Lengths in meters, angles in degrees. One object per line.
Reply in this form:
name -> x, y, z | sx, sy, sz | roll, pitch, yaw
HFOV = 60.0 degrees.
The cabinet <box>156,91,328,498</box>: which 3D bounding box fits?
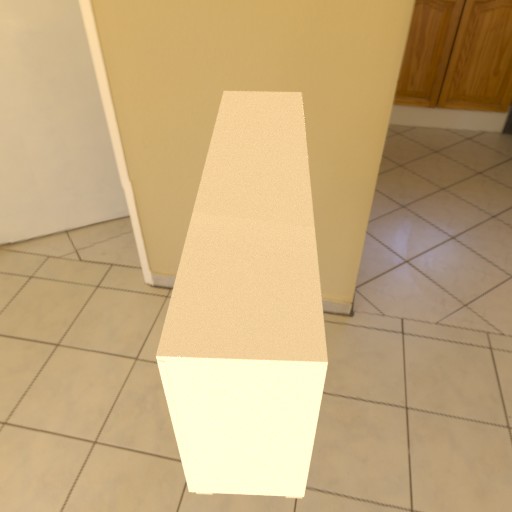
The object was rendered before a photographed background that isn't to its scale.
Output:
cabinet -> 0.000, 0.000, 1.911 | 0.400, 0.800, 1.650 | 2, 41, 2
